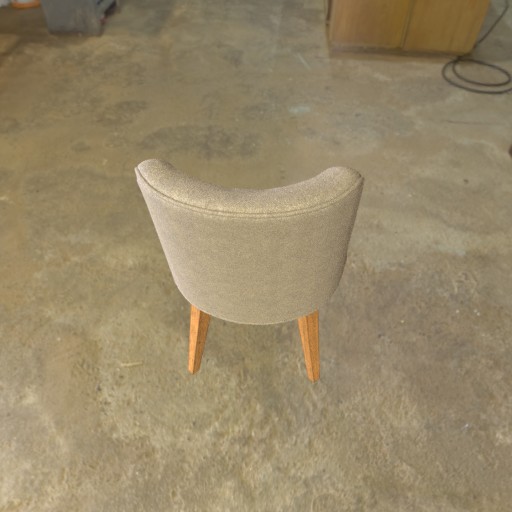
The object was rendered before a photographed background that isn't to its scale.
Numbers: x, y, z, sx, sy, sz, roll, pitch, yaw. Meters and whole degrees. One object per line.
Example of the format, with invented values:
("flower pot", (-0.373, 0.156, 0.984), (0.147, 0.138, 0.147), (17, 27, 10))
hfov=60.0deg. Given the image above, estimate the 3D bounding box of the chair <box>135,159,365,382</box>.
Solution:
("chair", (0.000, 0.000, 1.291), (0.548, 0.916, 0.636), (3, 46, 3))
